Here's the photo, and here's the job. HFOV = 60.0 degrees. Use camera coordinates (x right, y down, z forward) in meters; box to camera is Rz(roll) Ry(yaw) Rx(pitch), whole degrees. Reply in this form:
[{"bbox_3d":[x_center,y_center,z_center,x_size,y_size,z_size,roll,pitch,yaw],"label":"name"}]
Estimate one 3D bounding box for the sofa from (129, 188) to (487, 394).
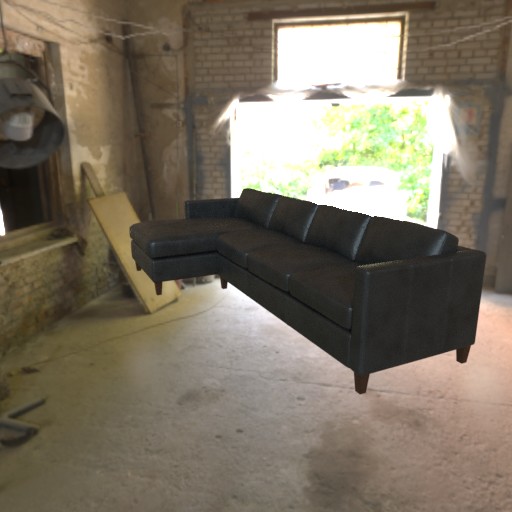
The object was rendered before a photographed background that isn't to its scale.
[{"bbox_3d":[0.000,0.000,3.822,1.581,0.883,3.203,-7,16,-25],"label":"sofa"}]
